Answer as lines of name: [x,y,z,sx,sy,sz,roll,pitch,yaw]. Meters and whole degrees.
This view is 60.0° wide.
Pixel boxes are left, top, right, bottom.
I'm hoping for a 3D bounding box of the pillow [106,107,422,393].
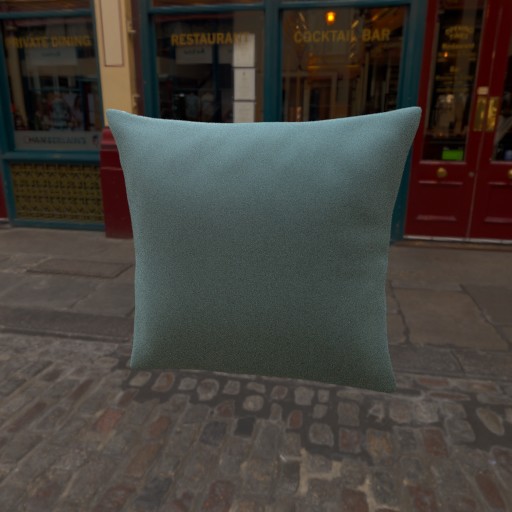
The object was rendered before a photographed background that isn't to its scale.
pillow: [0.000,0.000,0.797,0.526,0.507,0.166,3,16,10]
